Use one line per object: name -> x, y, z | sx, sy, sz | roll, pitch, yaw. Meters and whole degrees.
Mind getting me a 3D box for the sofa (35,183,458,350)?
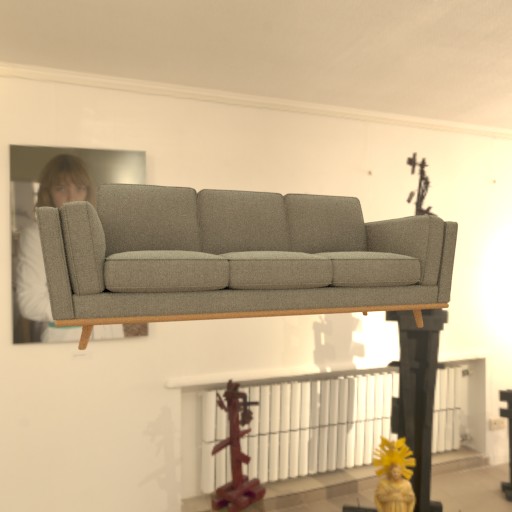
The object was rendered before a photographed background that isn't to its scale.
sofa -> 0.000, 0.000, 2.737 | 2.362, 0.899, 0.903 | 0, 0, -20
